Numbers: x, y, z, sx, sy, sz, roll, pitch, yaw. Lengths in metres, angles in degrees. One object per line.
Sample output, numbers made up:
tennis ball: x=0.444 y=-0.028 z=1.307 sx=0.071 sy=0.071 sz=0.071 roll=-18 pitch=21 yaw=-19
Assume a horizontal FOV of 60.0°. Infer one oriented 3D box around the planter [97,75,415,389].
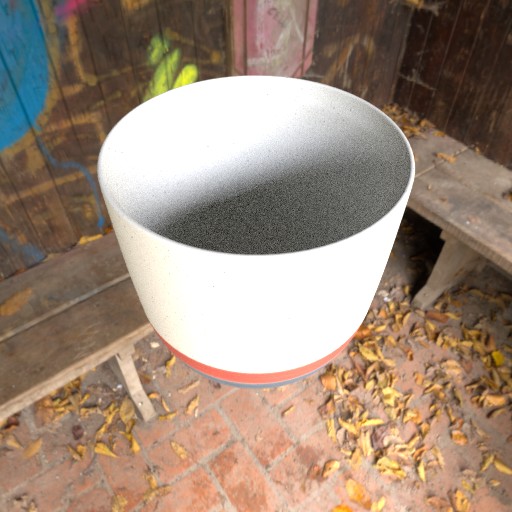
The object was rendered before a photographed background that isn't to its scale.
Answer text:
planter: x=0.000 y=0.000 z=0.369 sx=0.204 sy=0.214 sz=0.204 roll=0 pitch=47 yaw=0
